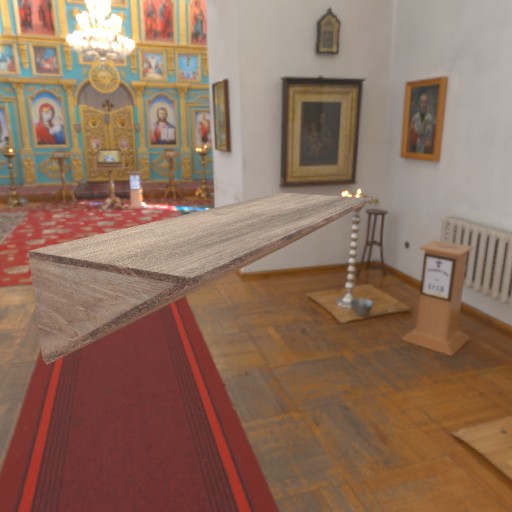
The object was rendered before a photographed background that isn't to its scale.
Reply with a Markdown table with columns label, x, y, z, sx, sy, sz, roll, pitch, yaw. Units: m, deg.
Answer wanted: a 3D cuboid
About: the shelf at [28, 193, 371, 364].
| label | x | y | z | sx | sy | sz | roll | pitch | yaw |
| --- | --- | --- | --- | --- | --- | --- | --- | --- | --- |
| shelf | 0.000 | 0.000 | 0.679 | 0.200 | 0.125 | 0.610 | 7 | 16 | 27 |
